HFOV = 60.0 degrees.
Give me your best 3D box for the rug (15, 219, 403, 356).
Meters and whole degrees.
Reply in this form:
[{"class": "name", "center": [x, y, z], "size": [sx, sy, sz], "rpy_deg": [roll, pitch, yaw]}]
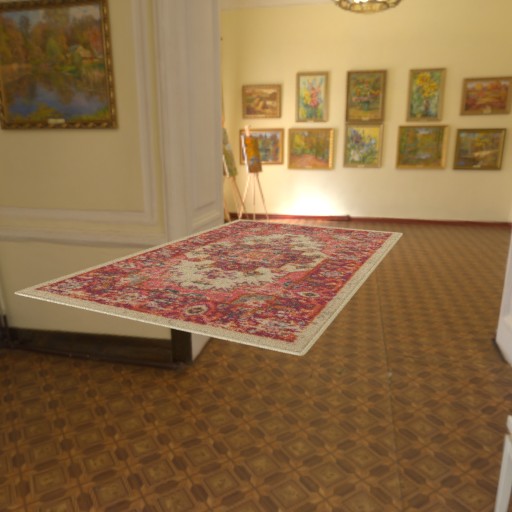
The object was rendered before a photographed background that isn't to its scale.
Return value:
[{"class": "rug", "center": [0.000, 0.000, 1.062], "size": [0.556, 0.004, 0.868], "rpy_deg": [7, 16, 25]}]
